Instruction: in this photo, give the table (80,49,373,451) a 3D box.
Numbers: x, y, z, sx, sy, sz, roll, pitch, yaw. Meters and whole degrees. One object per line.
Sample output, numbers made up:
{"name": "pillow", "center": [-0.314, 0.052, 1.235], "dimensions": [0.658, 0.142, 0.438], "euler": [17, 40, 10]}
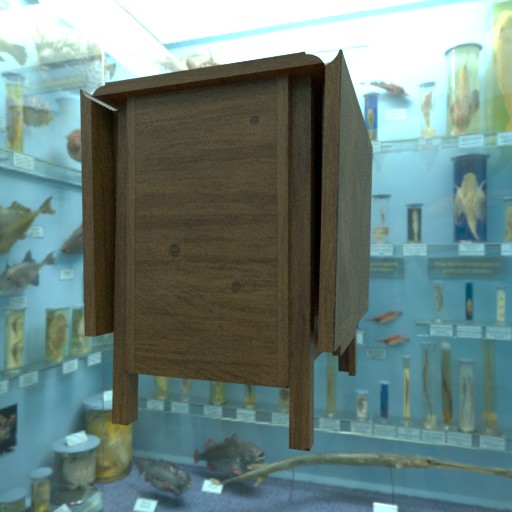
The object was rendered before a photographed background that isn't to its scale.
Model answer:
{"name": "table", "center": [0.000, 0.000, 1.258], "dimensions": [0.591, 0.763, 0.746], "euler": [0, -1, 19]}
